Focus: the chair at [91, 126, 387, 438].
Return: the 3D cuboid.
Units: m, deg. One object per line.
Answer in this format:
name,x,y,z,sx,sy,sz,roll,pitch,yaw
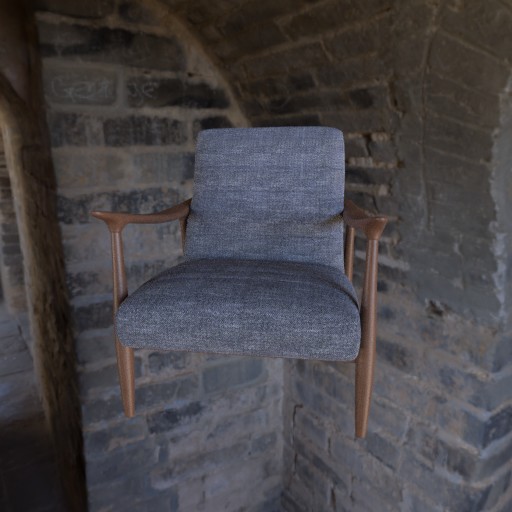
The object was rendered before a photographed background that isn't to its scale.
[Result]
chair,0.000,0.000,1.428,0.741,0.832,0.798,2,14,8
